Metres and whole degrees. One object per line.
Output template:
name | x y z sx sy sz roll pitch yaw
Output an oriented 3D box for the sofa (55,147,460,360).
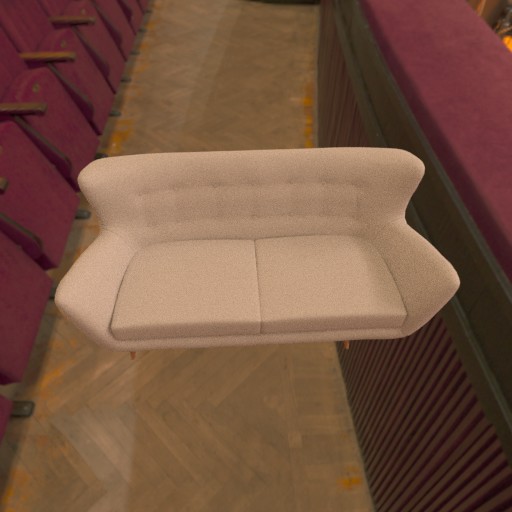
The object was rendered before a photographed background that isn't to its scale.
sofa | 0.000 0.000 2.481 1.930 0.890 0.899 -2 46 -2
